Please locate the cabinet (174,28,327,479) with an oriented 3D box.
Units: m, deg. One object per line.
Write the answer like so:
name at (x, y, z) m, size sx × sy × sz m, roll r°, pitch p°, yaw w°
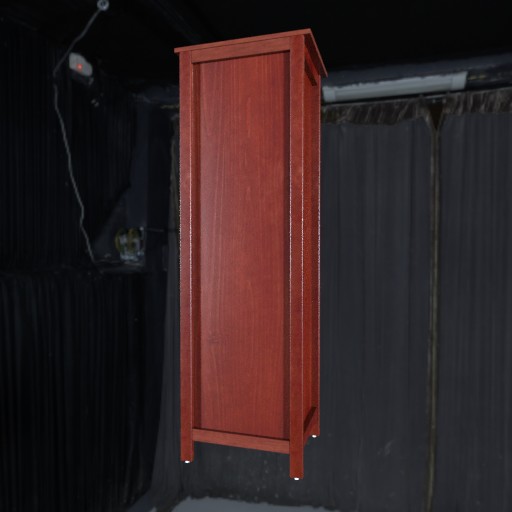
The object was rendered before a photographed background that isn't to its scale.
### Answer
cabinet at (0.000, 0.000, 1.747) m, size 0.500 × 1.518 × 0.401 m, roll 0°, pitch 1°, yaw 17°
